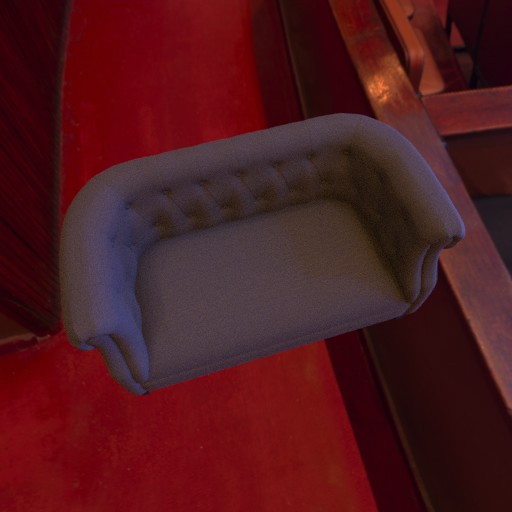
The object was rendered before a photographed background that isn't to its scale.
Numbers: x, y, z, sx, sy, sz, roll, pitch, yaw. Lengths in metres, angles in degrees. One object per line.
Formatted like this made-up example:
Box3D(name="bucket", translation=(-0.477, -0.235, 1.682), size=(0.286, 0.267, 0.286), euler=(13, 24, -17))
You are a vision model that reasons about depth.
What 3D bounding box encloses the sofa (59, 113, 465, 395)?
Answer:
Box3D(name="sofa", translation=(0.000, 0.000, 2.061), size=(1.558, 0.827, 0.835), euler=(-15, 65, -7))
